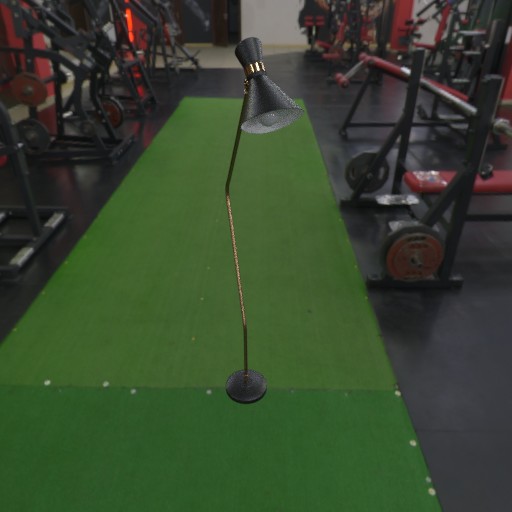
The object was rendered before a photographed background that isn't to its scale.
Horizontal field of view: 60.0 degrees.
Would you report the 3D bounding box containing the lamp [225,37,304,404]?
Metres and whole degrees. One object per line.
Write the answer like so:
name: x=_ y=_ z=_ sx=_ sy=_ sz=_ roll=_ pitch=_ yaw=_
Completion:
lamp: x=0.000 y=0.000 z=1.609 sx=0.277 sy=1.438 sz=0.467 roll=2 pitch=31 yaw=3
